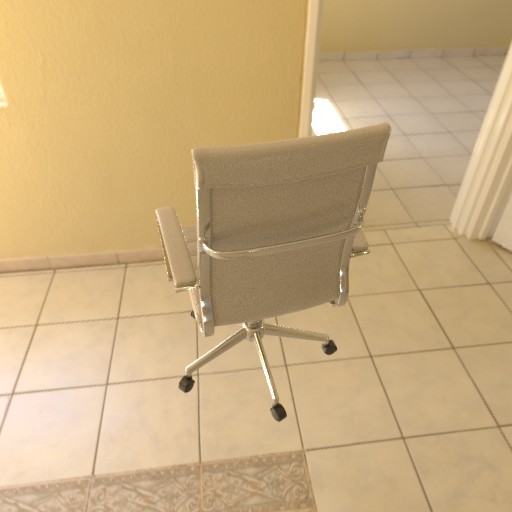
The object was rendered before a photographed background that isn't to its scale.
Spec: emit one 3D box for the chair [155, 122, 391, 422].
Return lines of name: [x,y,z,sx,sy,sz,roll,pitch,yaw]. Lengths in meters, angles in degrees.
chair: [0.000,0.000,1.518,0.679,1.149,0.667,-11,42,-12]
